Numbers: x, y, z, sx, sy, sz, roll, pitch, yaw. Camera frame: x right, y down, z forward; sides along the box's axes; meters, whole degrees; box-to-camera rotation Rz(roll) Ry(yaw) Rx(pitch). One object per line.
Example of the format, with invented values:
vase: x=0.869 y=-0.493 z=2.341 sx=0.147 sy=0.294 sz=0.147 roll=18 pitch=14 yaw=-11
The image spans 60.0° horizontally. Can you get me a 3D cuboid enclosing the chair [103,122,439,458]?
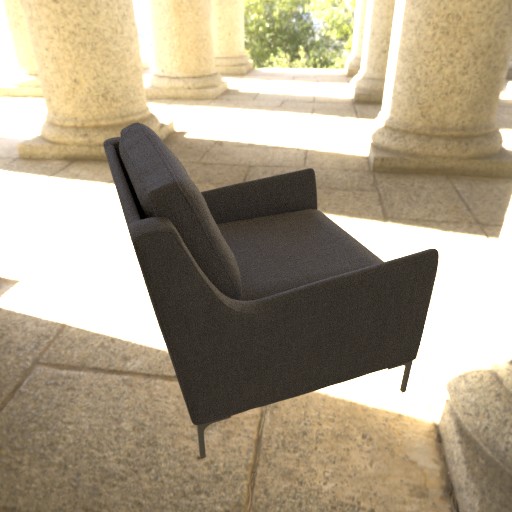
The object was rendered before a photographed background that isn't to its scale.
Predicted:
chair: x=0.000 y=0.000 z=1.529 sx=0.849 sy=0.828 sz=0.847 roll=-11 pitch=31 yaw=-18
